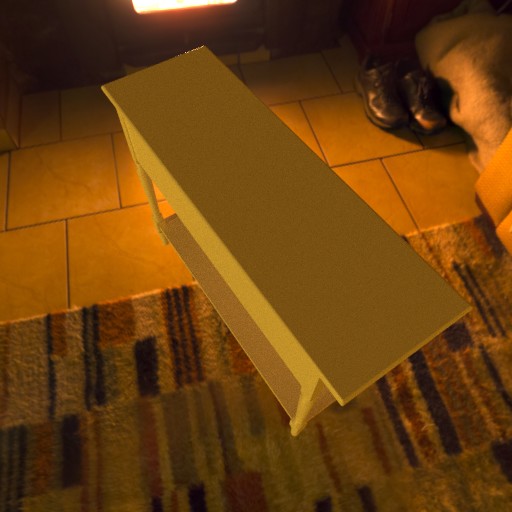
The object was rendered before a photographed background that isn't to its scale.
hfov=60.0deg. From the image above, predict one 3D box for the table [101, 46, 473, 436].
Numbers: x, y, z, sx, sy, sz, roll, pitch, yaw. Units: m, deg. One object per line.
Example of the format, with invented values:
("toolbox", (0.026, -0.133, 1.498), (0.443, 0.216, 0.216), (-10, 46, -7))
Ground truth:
("table", (0.000, 0.000, 1.547), (0.386, 0.814, 1.191), (-30, 63, -17))
